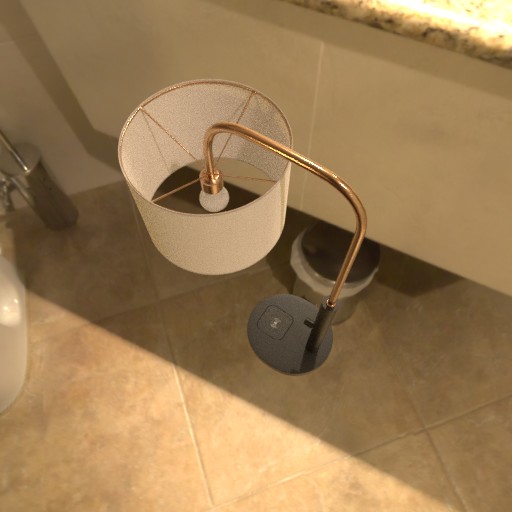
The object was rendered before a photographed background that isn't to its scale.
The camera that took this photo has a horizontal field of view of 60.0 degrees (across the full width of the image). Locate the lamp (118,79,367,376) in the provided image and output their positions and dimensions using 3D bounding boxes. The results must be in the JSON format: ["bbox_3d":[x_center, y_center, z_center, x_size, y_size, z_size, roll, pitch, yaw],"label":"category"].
[{"bbox_3d":[0.000,0.000,0.682,0.337,0.540,0.199,31,67,14],"label":"lamp"}]
